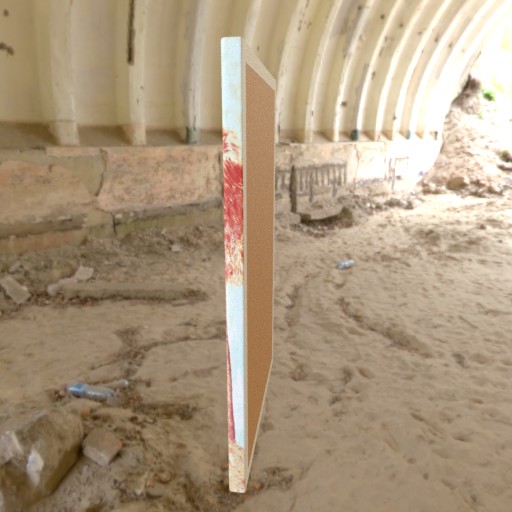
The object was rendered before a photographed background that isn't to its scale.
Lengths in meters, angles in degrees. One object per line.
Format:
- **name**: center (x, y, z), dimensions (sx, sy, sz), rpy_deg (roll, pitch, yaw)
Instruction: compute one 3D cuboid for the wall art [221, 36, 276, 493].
- **wall art**: center (0.000, 0.000, 1.142), dimensions (0.037, 0.915, 0.605), rpy_deg (2, 15, 8)
